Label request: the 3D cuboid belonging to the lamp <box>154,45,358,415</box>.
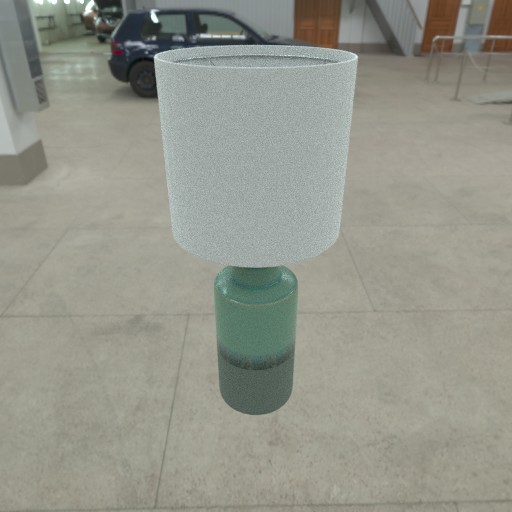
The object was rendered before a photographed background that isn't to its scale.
[{"bbox_3d":[0.000,0.000,0.592,0.212,0.493,0.212,-20,36,-31],"label":"lamp"}]
